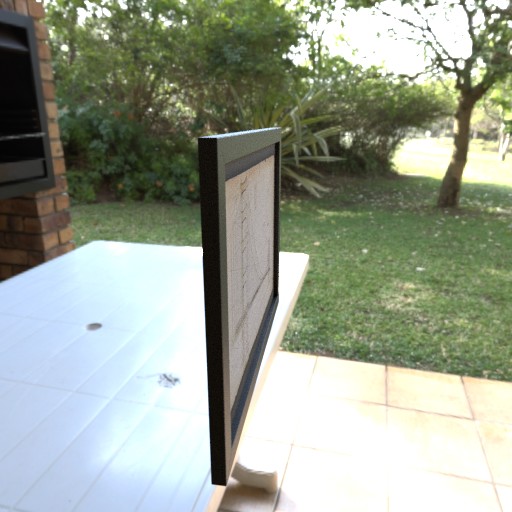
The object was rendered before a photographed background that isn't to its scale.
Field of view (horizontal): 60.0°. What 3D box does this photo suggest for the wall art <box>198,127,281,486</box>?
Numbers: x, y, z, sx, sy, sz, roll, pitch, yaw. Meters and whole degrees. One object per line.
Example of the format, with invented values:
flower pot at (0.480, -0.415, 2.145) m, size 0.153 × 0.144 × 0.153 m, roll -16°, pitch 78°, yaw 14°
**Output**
wall art at (0.000, 0.000, 0.562) m, size 0.016 × 0.306 × 0.432 m, roll 3°, pitch 17°, yaw 9°
